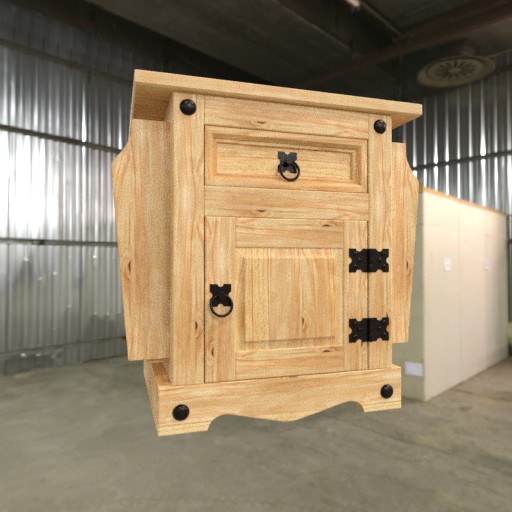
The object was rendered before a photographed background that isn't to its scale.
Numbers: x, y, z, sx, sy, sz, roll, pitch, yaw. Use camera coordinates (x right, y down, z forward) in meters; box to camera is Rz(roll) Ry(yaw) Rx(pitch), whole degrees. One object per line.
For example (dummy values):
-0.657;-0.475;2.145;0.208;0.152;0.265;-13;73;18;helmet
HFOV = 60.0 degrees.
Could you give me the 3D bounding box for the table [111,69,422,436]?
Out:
0.000;0.000;0.859;0.530;0.515;0.380;0;0;-17;table
